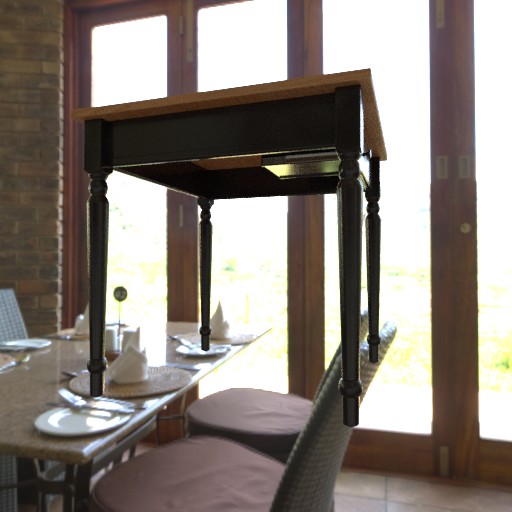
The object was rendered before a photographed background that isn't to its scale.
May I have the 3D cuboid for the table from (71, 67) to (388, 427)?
[{"bbox_3d":[0.000,0.000,1.358,0.747,0.738,0.747,0,-1,19],"label":"table"}]
